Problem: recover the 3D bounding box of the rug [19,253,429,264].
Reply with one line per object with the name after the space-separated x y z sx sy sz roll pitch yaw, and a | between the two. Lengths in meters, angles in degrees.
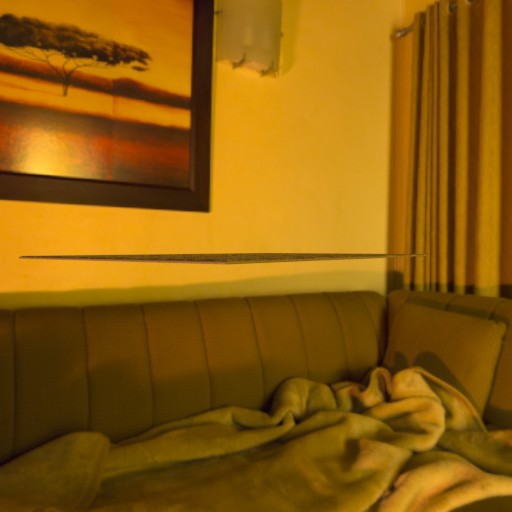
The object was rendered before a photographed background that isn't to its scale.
0.000 0.000 2.283 1.206 0.012 1.824 1 1 38 | rug
